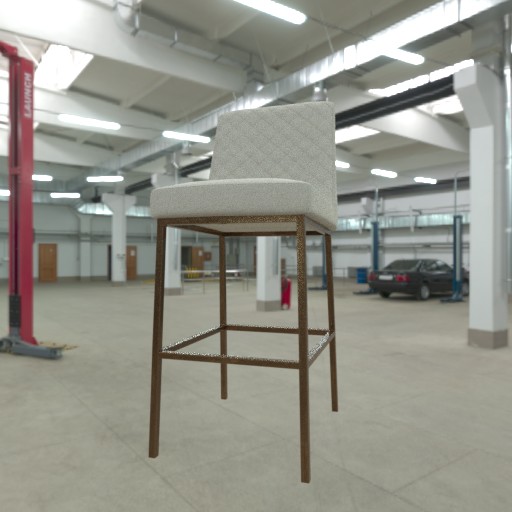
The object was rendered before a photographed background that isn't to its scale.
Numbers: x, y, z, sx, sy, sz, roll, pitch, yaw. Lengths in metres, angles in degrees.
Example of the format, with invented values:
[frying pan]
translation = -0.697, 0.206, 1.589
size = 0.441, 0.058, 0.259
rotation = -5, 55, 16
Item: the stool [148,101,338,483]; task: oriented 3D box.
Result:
[stool]
translation = 0.000, 0.000, 1.377
size = 0.462, 1.084, 0.546
rotation = 0, 0, 18
